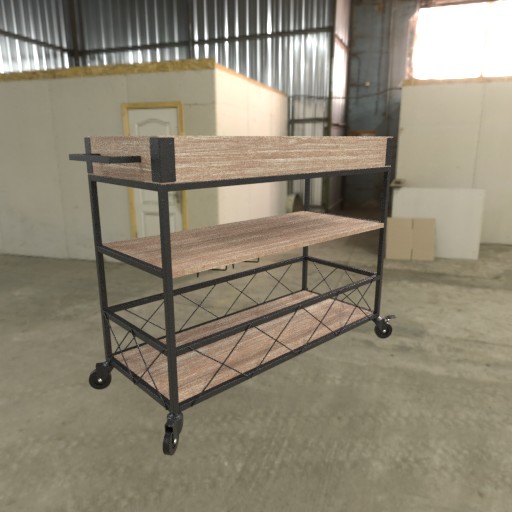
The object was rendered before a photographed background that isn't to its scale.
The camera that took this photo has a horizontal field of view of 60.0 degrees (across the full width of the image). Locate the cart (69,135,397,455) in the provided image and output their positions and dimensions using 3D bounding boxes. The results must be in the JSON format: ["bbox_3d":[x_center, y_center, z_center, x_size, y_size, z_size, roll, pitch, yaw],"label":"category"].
[{"bbox_3d":[0.000,0.000,1.513,1.101,0.787,0.500,-13,20,-41],"label":"cart"}]
